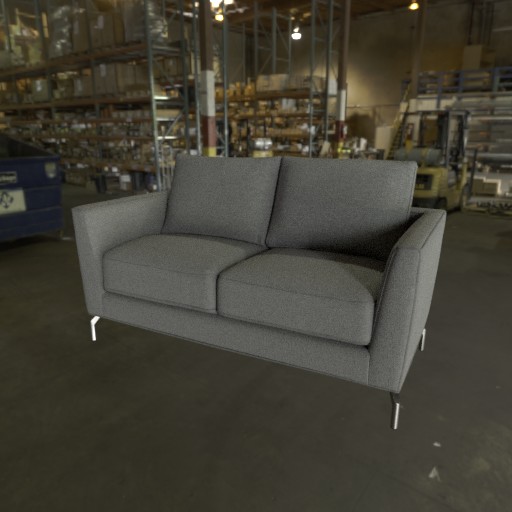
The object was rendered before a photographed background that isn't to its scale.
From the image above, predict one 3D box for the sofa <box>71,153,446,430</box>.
[{"bbox_3d":[0.000,0.000,2.142,1.594,0.924,0.803,8,18,27],"label":"sofa"}]
